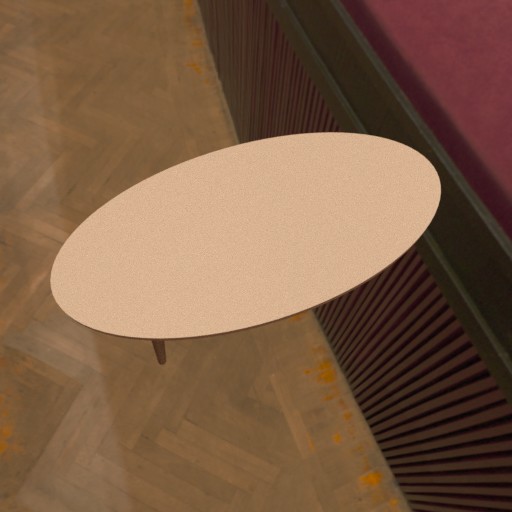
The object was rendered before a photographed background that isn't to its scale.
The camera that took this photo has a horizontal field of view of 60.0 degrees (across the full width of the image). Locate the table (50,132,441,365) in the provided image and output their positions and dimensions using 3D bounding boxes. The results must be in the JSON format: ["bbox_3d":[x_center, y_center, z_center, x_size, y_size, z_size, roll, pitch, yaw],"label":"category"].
[{"bbox_3d":[0.000,0.000,1.356,1.083,0.390,0.542,-18,65,-9],"label":"table"}]
